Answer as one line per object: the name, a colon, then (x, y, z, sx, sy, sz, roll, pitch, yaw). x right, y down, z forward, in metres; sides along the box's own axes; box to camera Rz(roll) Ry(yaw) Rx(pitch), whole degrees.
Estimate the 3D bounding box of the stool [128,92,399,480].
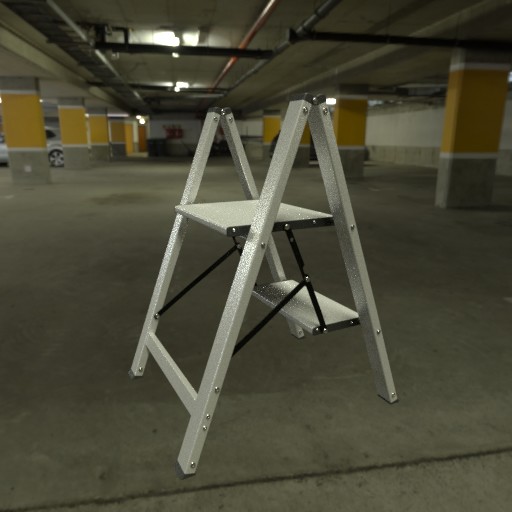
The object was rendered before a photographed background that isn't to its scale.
stool: (0.000, 0.000, 1.019, 0.535, 0.670, 0.440, -8, 17, -27)
